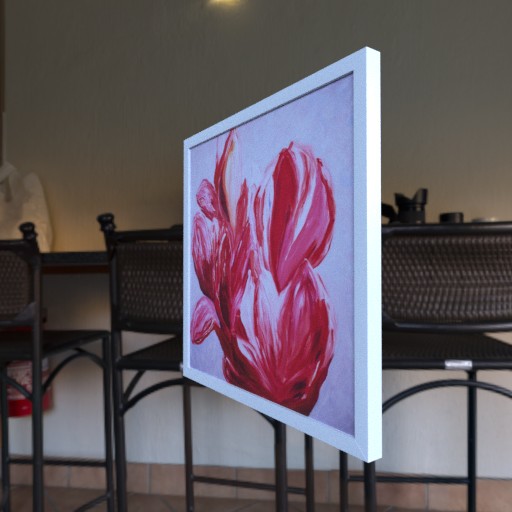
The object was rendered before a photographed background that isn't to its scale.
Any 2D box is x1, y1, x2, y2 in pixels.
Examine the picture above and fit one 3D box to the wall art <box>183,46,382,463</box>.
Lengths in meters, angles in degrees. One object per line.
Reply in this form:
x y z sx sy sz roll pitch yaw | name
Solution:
0.000 0.000 0.675 0.023 0.453 0.455 1 -1 -35 | wall art
